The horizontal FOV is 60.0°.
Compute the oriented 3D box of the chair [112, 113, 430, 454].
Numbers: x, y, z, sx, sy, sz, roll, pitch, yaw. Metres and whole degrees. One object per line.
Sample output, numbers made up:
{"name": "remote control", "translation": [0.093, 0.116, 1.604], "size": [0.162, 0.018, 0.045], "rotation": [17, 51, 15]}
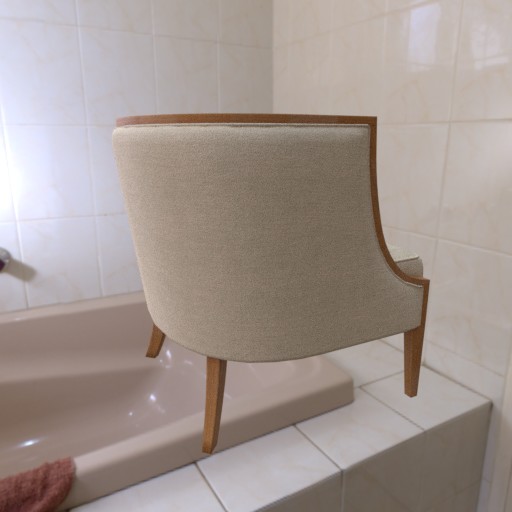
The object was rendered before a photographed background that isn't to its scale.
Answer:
{"name": "chair", "translation": [0.000, 0.000, 1.325], "size": [0.757, 0.775, 0.711], "rotation": [-8, 17, -27]}
